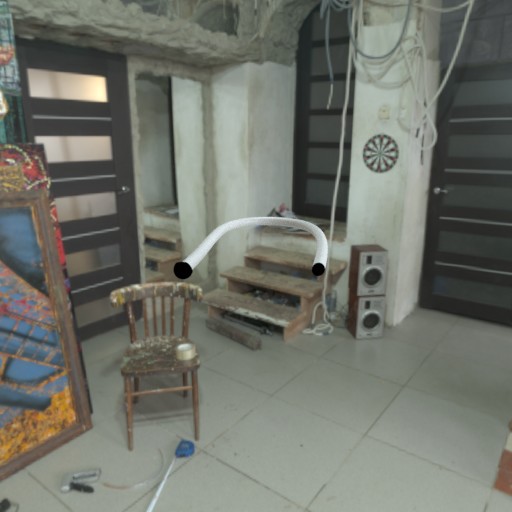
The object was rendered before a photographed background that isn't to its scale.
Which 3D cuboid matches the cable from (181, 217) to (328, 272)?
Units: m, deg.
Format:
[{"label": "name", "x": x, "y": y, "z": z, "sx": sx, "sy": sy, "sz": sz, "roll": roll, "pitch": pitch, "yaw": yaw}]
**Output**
[{"label": "cable", "x": 0.000, "y": 0.000, "z": 0.111, "sx": 0.040, "sy": 0.006, "sz": 0.098, "roll": 2, "pitch": 15, "yaw": 7}]
